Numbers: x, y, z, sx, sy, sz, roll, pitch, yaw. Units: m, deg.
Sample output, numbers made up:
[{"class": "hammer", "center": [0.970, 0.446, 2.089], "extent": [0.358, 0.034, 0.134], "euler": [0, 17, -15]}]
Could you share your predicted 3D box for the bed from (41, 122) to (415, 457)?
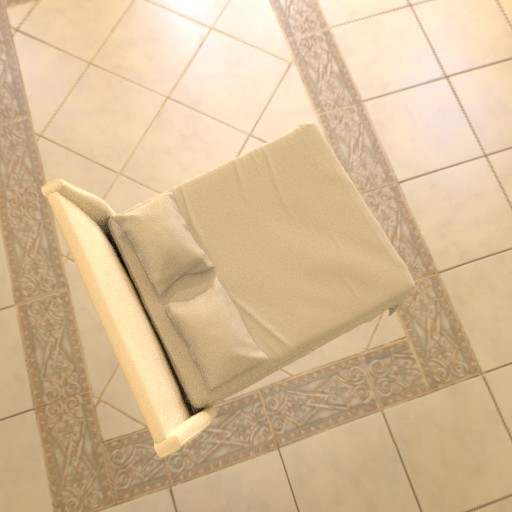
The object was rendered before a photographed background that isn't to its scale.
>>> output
[{"class": "bed", "center": [0.000, 0.000, 3.498], "extent": [2.276, 1.332, 1.925], "euler": [-27, 77, -7]}]
